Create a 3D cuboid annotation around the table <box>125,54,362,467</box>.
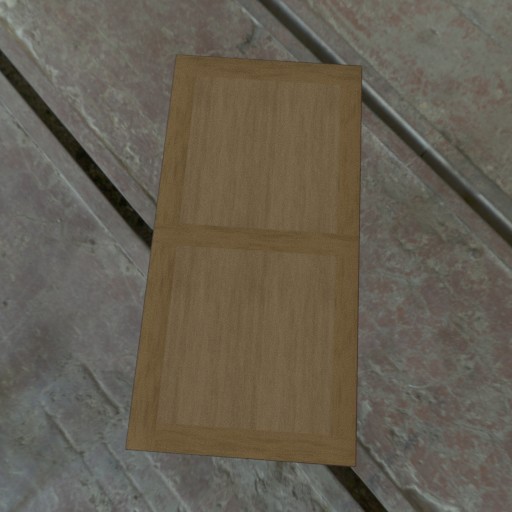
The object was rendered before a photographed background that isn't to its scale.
[{"bbox_3d":[0.000,0.000,2.508,1.000,0.762,1.982,4,77,1],"label":"table"}]
